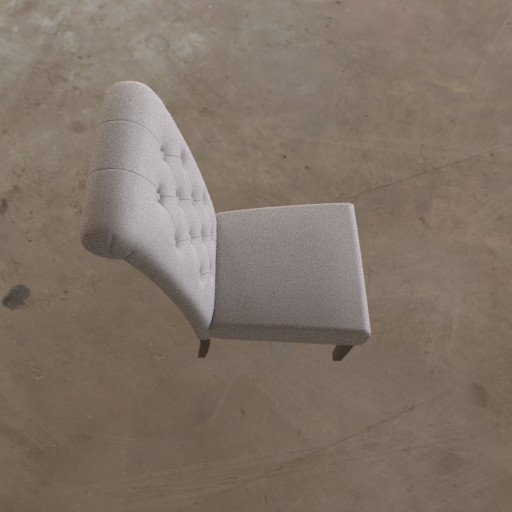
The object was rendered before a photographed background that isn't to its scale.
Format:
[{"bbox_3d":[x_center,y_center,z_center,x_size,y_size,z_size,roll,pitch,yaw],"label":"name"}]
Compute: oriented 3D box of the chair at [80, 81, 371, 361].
[{"bbox_3d":[0.000,0.000,1.322,0.671,1.006,0.456,-1,64,0],"label":"chair"}]
